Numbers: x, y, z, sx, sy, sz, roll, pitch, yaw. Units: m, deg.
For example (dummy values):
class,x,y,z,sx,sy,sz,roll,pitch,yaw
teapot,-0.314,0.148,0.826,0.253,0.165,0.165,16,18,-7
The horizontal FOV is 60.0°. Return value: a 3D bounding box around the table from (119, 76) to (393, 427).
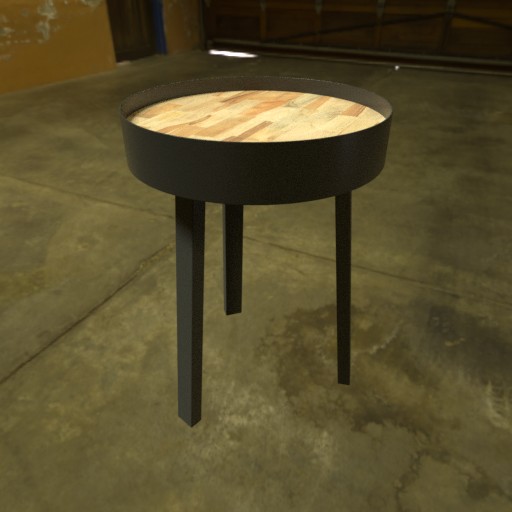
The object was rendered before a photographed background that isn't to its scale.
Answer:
class,x,y,z,sx,sy,sz,roll,pitch,yaw
table,0.000,0.000,0.826,0.406,0.559,0.406,0,32,0
